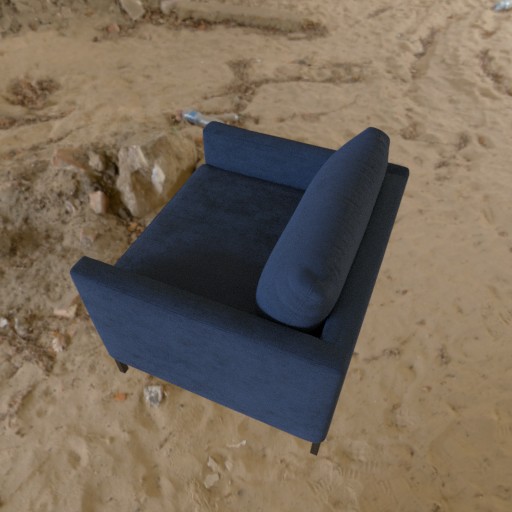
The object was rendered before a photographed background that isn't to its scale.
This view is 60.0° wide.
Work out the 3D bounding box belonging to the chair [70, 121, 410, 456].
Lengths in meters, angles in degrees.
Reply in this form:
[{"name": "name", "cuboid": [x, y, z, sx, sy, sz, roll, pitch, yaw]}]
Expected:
[{"name": "chair", "cuboid": [0.000, 0.000, 1.652, 0.875, 0.812, 0.964, 18, 50, 16]}]
